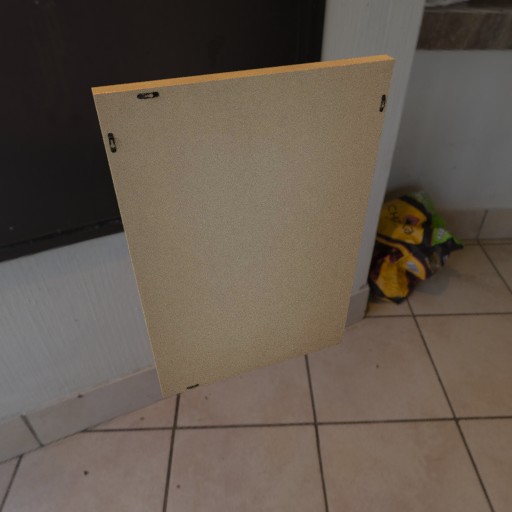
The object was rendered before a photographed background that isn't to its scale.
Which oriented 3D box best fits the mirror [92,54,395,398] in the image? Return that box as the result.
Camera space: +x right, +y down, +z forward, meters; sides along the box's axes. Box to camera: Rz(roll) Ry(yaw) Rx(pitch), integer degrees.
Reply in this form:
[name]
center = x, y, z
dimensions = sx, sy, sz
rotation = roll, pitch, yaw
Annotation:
[mirror]
center = 0.000, 0.000, 1.145
dimensions = 0.609, 0.915, 0.040
rotation = -13, 41, -16
